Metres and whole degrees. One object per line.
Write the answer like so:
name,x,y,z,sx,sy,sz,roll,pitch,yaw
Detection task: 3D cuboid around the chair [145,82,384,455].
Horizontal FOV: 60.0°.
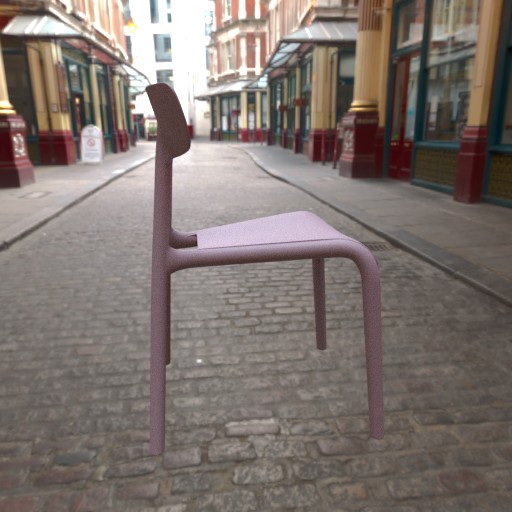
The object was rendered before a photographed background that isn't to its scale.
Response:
chair,0.000,0.000,0.828,0.401,0.580,0.356,-2,16,-8
